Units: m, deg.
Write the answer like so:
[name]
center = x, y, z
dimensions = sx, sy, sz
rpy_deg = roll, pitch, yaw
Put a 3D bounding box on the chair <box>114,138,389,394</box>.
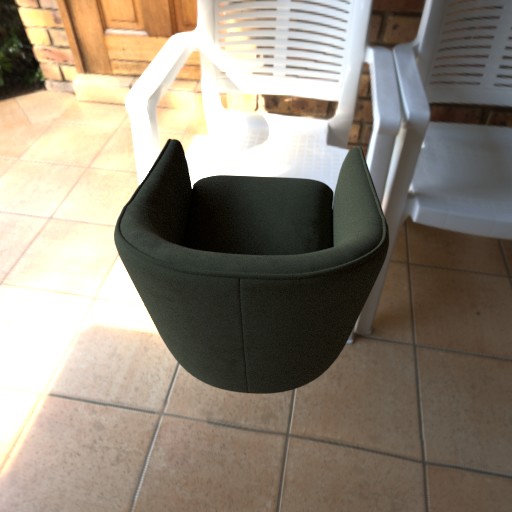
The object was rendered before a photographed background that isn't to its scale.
[chair]
center = 0.000, 0.000, 1.464
dimensions = 0.747, 0.799, 0.875
rpy_deg = 3, 47, 3
